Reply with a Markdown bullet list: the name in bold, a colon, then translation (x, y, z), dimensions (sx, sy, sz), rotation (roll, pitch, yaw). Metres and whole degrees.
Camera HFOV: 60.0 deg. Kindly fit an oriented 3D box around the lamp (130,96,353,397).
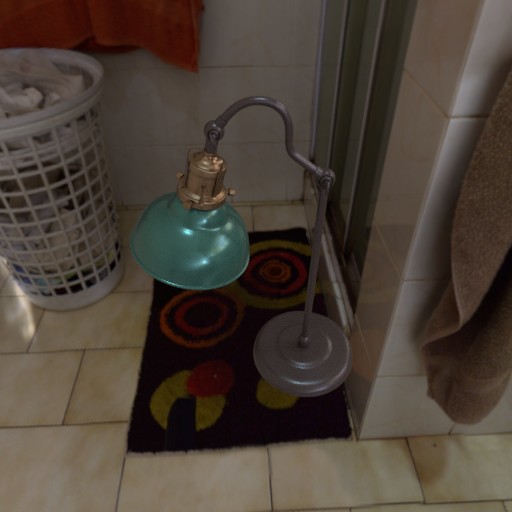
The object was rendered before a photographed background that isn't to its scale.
- **lamp**: translation (0.000, 0.000, 0.694), dimensions (0.374, 0.508, 0.192), rotation (0, 42, 0)
